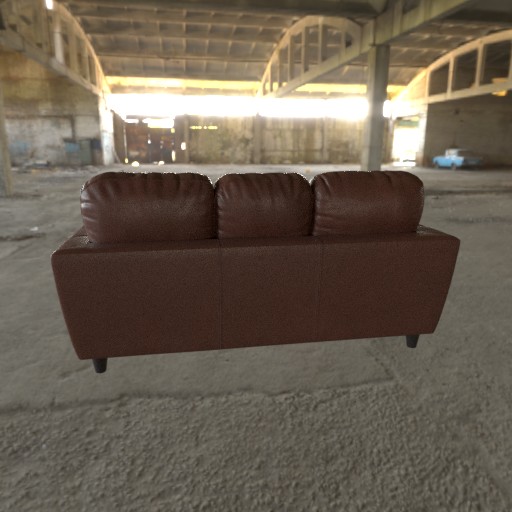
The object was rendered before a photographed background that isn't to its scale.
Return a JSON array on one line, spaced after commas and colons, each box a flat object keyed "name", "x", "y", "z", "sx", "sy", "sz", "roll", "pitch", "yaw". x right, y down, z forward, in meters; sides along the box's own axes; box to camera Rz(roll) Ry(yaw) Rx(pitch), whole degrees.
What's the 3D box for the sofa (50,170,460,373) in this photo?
[{"name": "sofa", "x": 0.000, "y": 0.000, "z": 2.366, "sx": 1.862, "sy": 0.915, "sz": 0.802, "roll": -2, "pitch": 14, "yaw": -9}]
